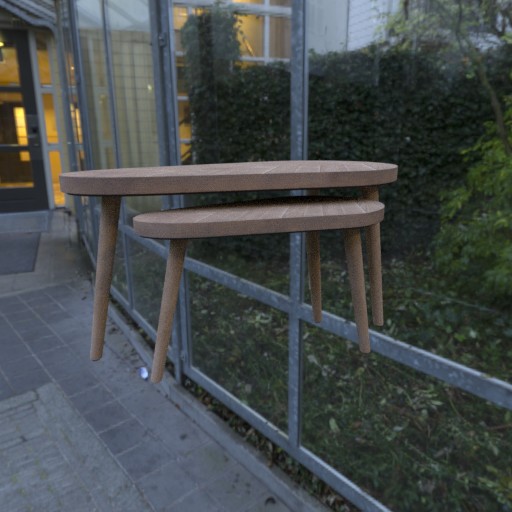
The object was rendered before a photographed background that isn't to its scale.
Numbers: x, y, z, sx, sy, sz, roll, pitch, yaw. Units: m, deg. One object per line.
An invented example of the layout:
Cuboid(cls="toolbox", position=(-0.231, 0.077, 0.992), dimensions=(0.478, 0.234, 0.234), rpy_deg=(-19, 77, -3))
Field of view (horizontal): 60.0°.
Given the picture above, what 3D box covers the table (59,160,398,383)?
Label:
Cuboid(cls="table", position=(0.000, 0.000, 1.543), dimensions=(1.190, 0.595, 0.701), rpy_deg=(-8, 17, -26))
